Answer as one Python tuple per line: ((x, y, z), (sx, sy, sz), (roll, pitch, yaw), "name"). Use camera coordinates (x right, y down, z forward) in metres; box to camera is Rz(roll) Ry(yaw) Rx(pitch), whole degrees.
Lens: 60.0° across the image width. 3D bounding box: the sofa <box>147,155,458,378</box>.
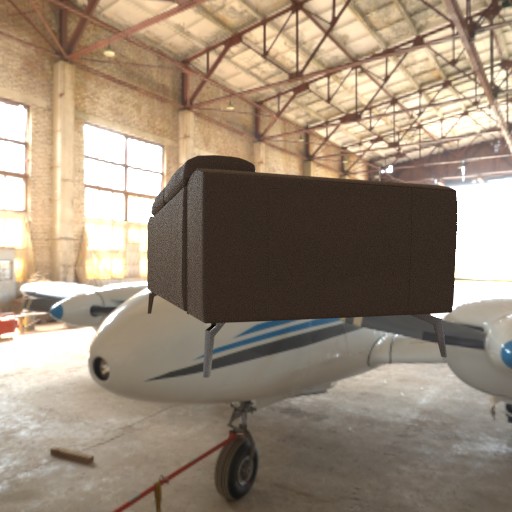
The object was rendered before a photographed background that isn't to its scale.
((0.000, 0.000, 2.385), (1.003, 0.779, 1.895), (0, -1, -19), "sofa")
